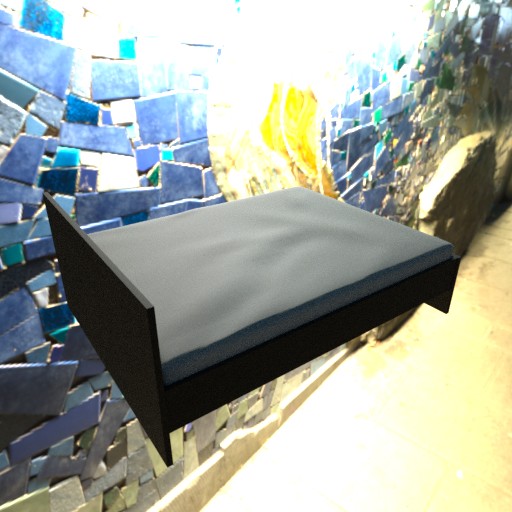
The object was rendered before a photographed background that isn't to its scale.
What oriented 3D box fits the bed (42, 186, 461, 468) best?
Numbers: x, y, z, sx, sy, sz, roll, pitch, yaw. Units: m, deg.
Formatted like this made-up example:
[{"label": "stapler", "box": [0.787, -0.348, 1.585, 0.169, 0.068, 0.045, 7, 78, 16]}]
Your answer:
[{"label": "bed", "box": [0.000, 0.000, 2.853, 2.073, 0.823, 1.585, -18, 32, -31]}]
